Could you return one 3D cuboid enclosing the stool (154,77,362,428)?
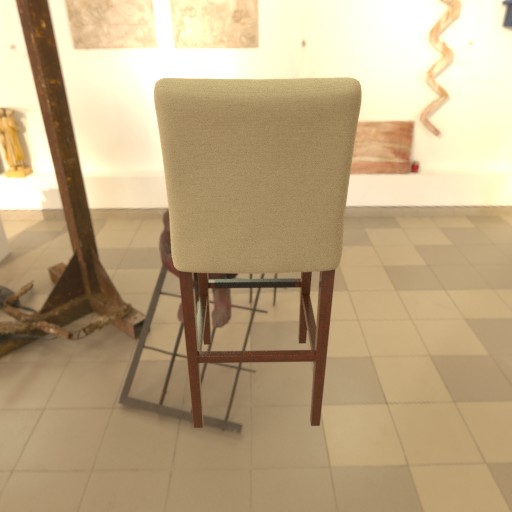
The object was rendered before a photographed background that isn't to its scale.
[{"bbox_3d":[0.000,0.000,1.352,0.470,1.078,0.577,-1,29,-1],"label":"stool"}]
